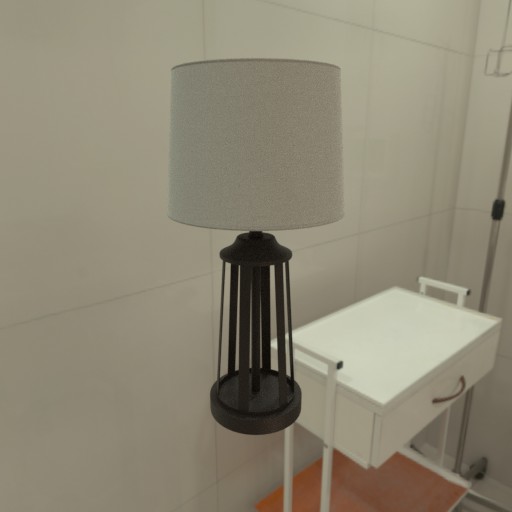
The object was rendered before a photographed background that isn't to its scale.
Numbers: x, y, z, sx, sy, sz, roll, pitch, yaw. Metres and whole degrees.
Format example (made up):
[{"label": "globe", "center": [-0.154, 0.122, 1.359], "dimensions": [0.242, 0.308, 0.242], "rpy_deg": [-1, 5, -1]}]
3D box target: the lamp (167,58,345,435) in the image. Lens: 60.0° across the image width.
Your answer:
[{"label": "lamp", "center": [0.000, 0.000, 0.655], "dimensions": [0.251, 0.509, 0.251], "rpy_deg": [0, 16, 0]}]
